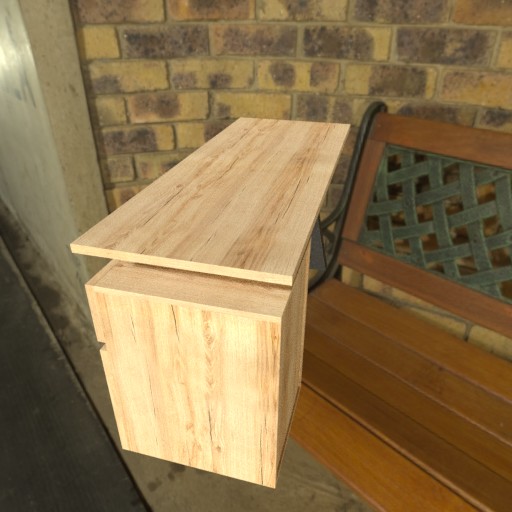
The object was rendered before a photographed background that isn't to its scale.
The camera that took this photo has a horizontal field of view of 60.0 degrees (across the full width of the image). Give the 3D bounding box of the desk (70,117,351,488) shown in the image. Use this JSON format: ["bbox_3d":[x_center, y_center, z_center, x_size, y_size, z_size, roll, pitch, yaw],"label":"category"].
[{"bbox_3d":[0.000,0.000,1.787,0.550,0.760,1.400,8,31,13],"label":"desk"}]
